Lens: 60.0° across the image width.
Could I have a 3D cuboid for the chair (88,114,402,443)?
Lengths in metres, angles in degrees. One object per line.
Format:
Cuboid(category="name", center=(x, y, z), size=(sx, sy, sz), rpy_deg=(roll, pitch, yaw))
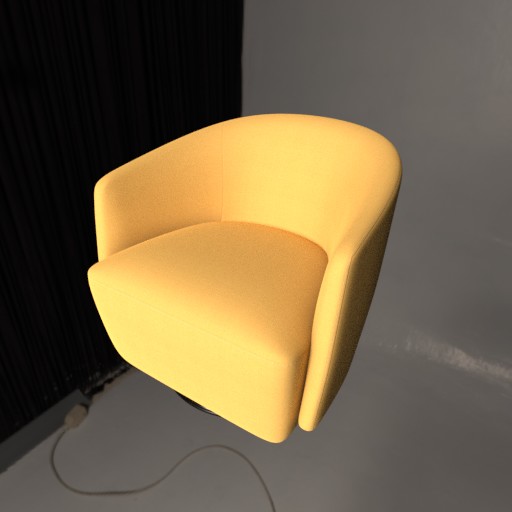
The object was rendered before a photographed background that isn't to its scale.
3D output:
Cuboid(category="chair", center=(0.000, 0.000, 1.322), size=(0.773, 0.698, 0.767), rpy_deg=(18, 34, 30))
